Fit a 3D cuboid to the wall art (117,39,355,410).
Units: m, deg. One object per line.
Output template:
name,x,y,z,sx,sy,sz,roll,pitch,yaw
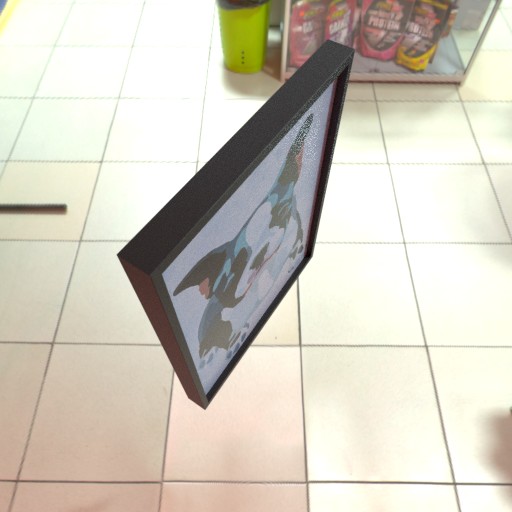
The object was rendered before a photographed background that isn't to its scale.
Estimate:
wall art,0.000,0.000,0.513,0.030,0.369,0.294,29,62,17
